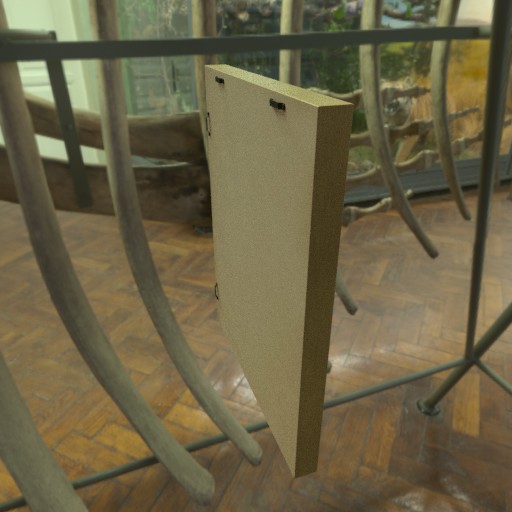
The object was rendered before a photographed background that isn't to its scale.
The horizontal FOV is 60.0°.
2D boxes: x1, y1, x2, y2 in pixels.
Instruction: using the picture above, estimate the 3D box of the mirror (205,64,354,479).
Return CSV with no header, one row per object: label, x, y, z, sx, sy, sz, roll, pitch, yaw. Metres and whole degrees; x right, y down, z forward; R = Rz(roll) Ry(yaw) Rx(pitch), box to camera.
mirror,0.000,0.000,0.680,0.041,0.508,0.405,-10,30,-18
